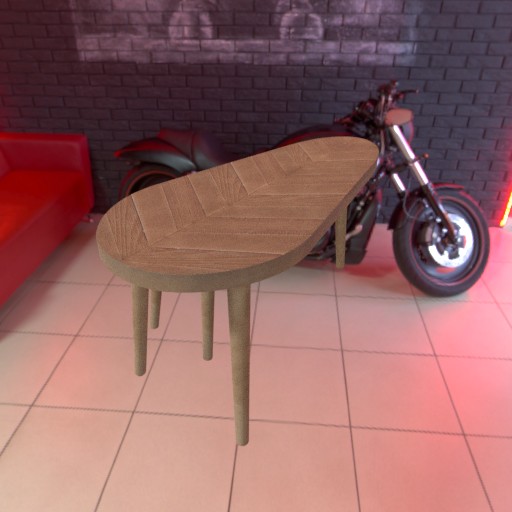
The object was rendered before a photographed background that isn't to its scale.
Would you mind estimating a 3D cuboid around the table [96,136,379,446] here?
[{"bbox_3d":[0.000,0.000,1.574,0.701,0.595,1.190,21,37,31],"label":"table"}]
